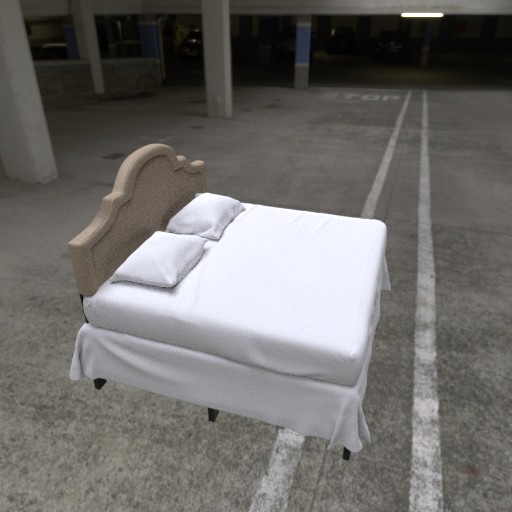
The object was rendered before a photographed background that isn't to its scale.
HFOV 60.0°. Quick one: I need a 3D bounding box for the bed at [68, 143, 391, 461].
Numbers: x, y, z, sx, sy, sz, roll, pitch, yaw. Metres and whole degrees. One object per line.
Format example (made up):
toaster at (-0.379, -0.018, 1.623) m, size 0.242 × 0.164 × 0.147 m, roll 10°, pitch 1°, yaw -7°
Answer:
bed at (0.000, 0.000, 3.643) m, size 2.222 × 1.631 × 2.303 m, roll 9°, pitch 31°, yaw 16°
